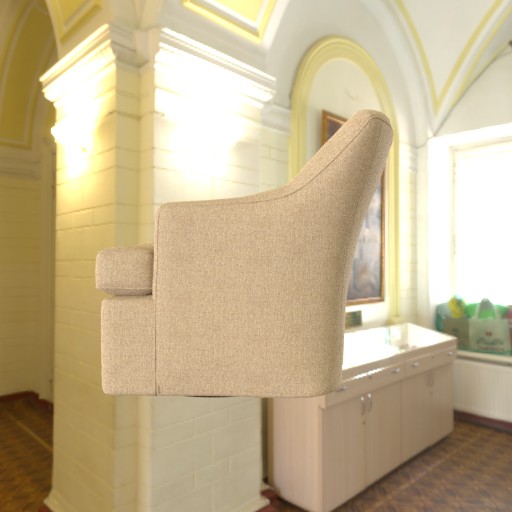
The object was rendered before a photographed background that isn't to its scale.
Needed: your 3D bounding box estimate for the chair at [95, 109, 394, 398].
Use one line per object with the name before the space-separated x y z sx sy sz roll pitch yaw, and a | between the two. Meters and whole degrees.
chair | 0.000 0.000 1.619 0.923 0.856 0.864 0 -1 1
